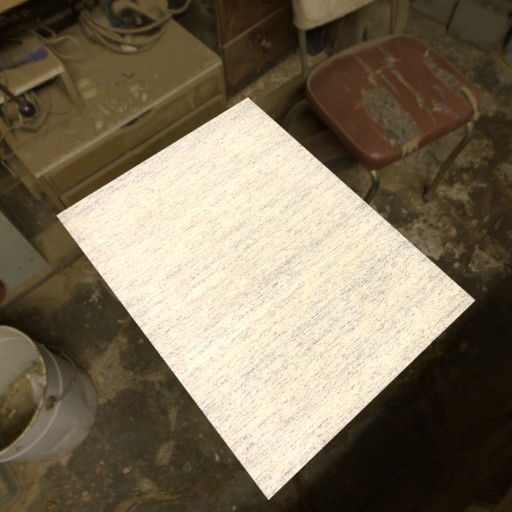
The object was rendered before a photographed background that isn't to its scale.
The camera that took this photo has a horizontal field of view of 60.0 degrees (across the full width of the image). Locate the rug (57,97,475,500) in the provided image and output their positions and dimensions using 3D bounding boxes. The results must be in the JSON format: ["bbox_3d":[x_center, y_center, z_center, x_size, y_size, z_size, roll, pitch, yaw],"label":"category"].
[{"bbox_3d":[0.000,0.000,4.163,2.438,0.006,3.197,-37,69,-16],"label":"rug"}]
